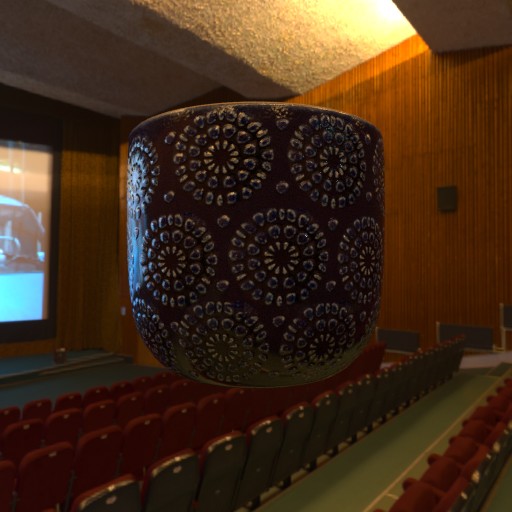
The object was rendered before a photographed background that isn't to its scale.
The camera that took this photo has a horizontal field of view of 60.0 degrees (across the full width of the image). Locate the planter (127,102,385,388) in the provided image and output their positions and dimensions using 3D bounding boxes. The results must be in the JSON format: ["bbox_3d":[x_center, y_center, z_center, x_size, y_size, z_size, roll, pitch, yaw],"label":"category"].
[{"bbox_3d":[0.000,0.000,0.295,0.165,0.149,0.165,0,-1,0],"label":"planter"}]
